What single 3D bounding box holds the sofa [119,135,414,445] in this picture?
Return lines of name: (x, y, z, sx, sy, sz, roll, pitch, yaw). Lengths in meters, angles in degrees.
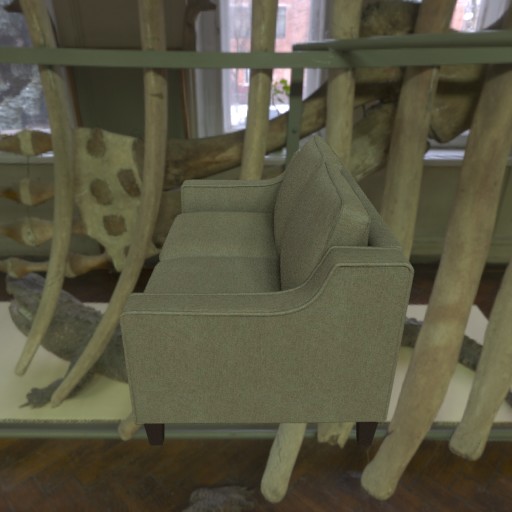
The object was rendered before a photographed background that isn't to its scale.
sofa: (0.000, 0.000, 2.191, 0.985, 0.981, 1.503, 0, 26, 0)
